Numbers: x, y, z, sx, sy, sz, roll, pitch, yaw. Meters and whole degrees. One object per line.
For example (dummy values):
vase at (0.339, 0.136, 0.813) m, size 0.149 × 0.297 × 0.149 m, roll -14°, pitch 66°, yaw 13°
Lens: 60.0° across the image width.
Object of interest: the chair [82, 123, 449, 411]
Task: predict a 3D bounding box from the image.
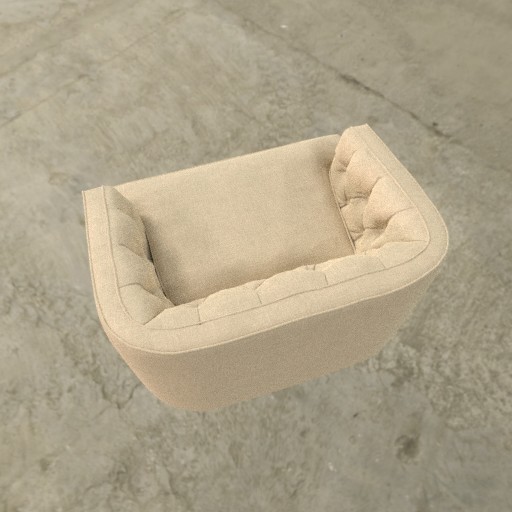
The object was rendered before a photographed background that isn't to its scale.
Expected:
chair at (0.000, 0.000, 1.713) m, size 1.118 × 0.787 × 0.914 m, roll -15°, pitch 60°, yaw -9°
